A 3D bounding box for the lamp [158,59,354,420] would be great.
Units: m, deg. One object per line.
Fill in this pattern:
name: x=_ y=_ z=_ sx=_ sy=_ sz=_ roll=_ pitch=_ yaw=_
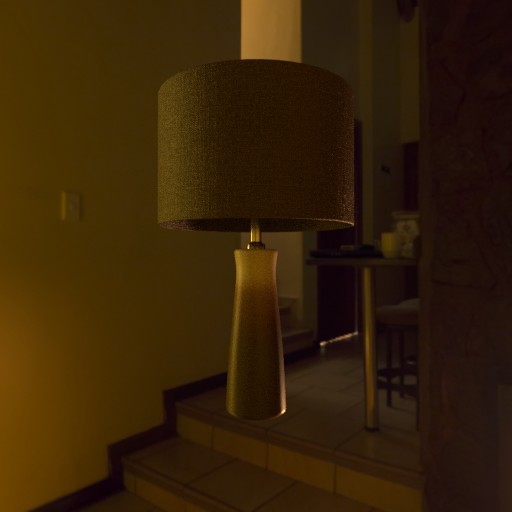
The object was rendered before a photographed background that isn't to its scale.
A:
lamp: x=0.000 y=0.000 z=0.700 sx=0.303 sy=0.488 sz=0.303 roll=0 pitch=0 yaw=0
